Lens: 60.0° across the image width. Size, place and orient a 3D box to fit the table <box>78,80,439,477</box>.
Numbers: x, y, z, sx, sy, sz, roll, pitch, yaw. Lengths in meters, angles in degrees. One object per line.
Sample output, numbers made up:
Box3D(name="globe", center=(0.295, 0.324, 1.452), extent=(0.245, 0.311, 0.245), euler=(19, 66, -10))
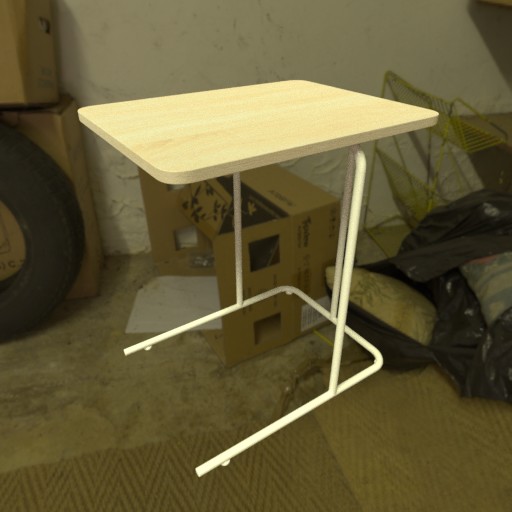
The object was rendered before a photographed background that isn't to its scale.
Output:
Box3D(name="table", center=(0.000, 0.000, 0.860), extent=(0.480, 0.550, 0.370), euler=(-19, 36, -29))
